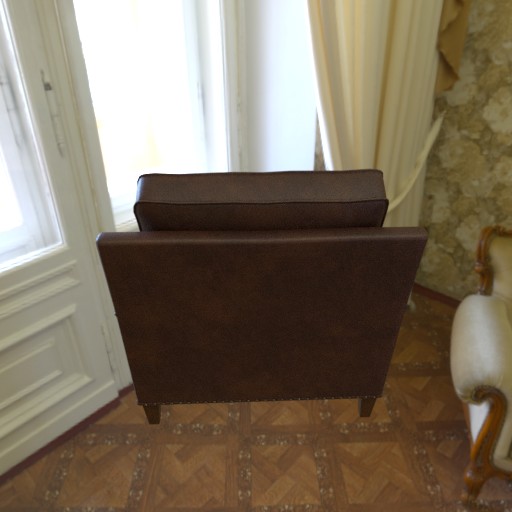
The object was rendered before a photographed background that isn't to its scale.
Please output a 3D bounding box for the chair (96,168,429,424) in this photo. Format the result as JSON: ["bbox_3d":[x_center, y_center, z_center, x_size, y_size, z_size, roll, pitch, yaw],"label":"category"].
[{"bbox_3d":[0.000,0.000,1.713,0.853,0.929,1.014,-1,30,-2],"label":"chair"}]
